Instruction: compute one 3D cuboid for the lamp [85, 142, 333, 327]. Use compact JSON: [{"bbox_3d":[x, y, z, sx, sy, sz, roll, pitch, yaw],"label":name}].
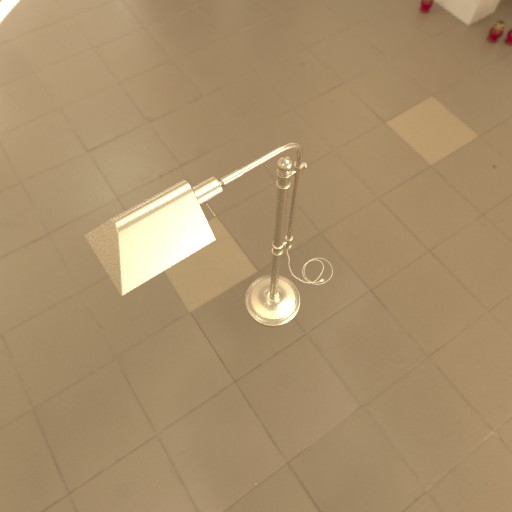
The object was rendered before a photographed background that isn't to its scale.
[{"bbox_3d":[0.000,0.000,0.960,0.546,0.708,0.159,-31,67,-15],"label":"lamp"}]
